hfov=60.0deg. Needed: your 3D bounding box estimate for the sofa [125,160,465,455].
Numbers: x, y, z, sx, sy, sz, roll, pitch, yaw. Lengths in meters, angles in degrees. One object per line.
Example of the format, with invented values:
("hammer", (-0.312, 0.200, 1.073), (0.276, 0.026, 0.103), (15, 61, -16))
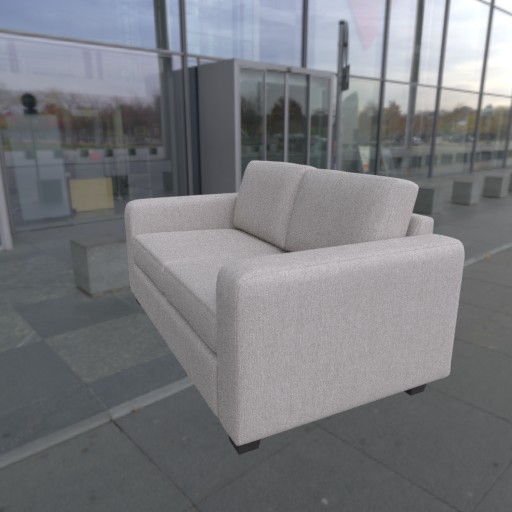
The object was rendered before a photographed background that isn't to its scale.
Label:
("sofa", (0.000, 0.000, 2.038), (0.900, 0.800, 1.540), (-8, 17, -26))
